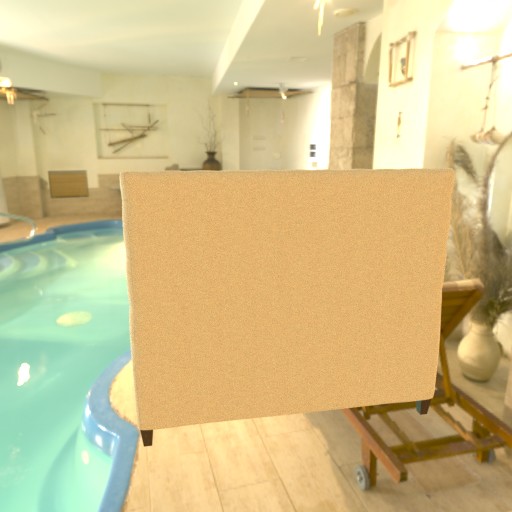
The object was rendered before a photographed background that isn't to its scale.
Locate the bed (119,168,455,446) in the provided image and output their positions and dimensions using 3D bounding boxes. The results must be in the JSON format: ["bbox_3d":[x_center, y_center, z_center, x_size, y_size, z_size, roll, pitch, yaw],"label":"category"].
[{"bbox_3d":[0.000,0.000,3.418,1.698,1.427,2.387,-3,14,-10],"label":"bed"}]
